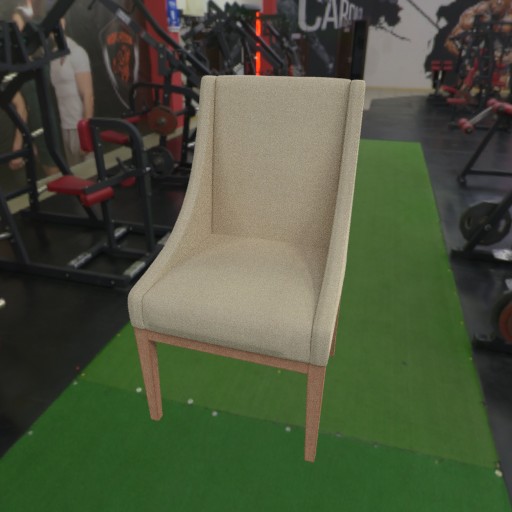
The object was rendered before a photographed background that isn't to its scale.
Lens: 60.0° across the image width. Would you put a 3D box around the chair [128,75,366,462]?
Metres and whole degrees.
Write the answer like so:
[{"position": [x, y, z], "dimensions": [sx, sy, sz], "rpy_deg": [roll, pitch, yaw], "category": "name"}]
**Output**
[{"position": [0.000, 0.000, 1.412], "dimensions": [0.575, 1.021, 0.611], "rpy_deg": [8, 28, 16], "category": "chair"}]
